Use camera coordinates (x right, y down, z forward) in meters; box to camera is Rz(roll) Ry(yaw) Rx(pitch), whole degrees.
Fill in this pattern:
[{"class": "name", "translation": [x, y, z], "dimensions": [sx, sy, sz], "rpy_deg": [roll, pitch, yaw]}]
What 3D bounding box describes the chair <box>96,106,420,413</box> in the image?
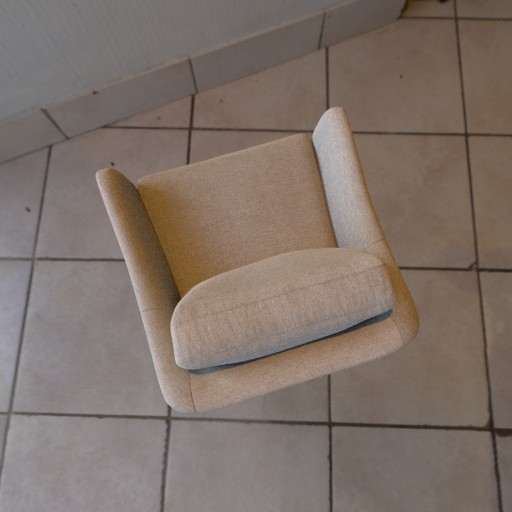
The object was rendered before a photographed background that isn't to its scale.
[{"class": "chair", "translation": [0.000, 0.000, 1.710], "dimensions": [0.986, 0.902, 0.961], "rpy_deg": [-16, 77, -4]}]
